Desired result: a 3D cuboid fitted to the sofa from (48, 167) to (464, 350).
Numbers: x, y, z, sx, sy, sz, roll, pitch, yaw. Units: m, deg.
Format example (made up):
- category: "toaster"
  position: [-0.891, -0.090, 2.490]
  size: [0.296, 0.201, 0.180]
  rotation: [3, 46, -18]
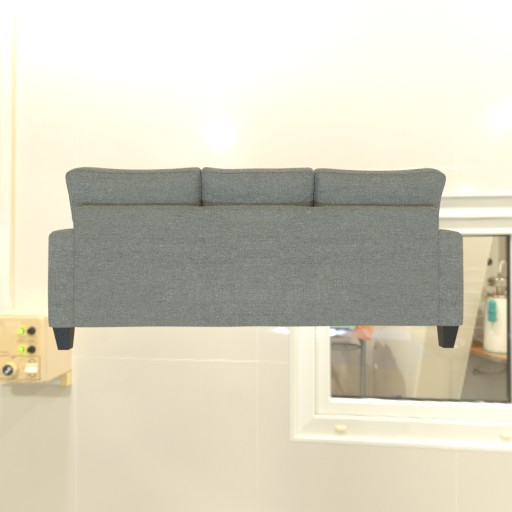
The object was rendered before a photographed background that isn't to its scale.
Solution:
- category: "sofa"
  position: [0.000, 0.000, 2.720]
  size: [2.158, 0.965, 0.951]
  rotation: [0, 0, -1]
